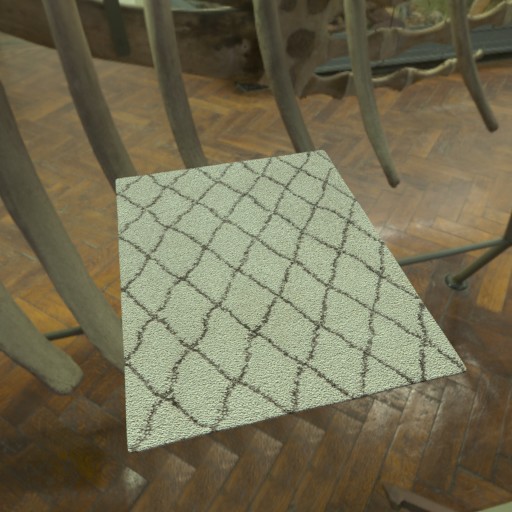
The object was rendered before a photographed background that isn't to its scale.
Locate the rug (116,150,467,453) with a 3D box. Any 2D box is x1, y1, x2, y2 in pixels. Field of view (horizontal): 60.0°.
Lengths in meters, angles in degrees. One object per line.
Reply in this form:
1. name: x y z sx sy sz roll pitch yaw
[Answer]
1. rug: 0.000 0.000 4.066 2.438 0.029 3.047 -10 46 -10
